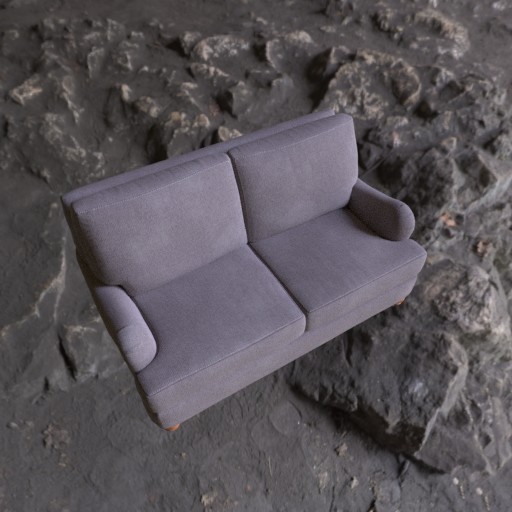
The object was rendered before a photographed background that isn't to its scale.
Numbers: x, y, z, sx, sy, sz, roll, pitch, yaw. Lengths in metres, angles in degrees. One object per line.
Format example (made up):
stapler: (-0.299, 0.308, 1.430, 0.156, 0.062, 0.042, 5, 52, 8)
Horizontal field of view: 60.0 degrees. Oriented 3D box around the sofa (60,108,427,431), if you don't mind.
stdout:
sofa: (0.000, 0.000, 2.630, 1.853, 1.101, 1.084, -24, 51, -21)
